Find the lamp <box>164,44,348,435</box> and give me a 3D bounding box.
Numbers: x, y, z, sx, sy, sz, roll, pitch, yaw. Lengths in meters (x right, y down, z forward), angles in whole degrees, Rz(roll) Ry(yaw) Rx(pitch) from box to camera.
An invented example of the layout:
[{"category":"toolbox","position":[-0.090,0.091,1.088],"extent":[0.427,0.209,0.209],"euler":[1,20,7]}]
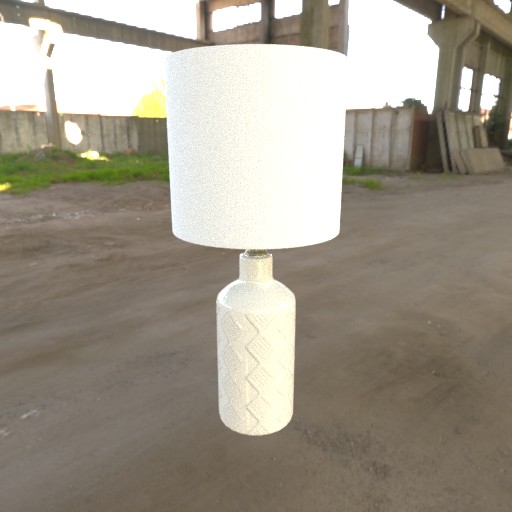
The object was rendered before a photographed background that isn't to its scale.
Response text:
[{"category":"lamp","position":[0.000,0.000,0.568],"extent":[0.207,0.461,0.207],"euler":[2,16,8]}]
